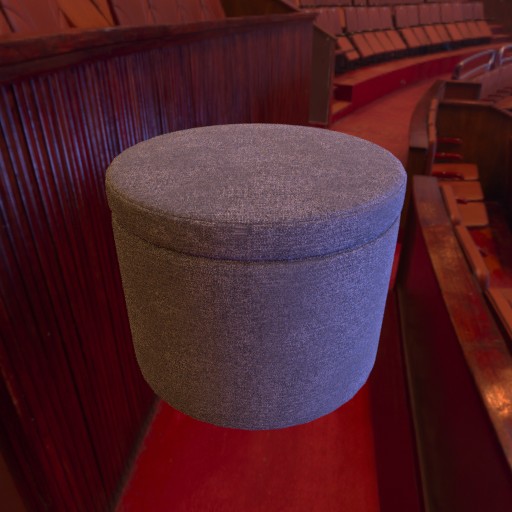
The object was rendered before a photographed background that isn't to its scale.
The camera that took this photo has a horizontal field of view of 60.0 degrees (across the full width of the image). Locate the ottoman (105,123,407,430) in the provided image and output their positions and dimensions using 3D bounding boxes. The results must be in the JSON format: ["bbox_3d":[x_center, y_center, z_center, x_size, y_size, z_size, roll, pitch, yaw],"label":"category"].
[{"bbox_3d":[0.000,0.000,0.852,0.500,0.419,0.500,0,30,0],"label":"ottoman"}]
